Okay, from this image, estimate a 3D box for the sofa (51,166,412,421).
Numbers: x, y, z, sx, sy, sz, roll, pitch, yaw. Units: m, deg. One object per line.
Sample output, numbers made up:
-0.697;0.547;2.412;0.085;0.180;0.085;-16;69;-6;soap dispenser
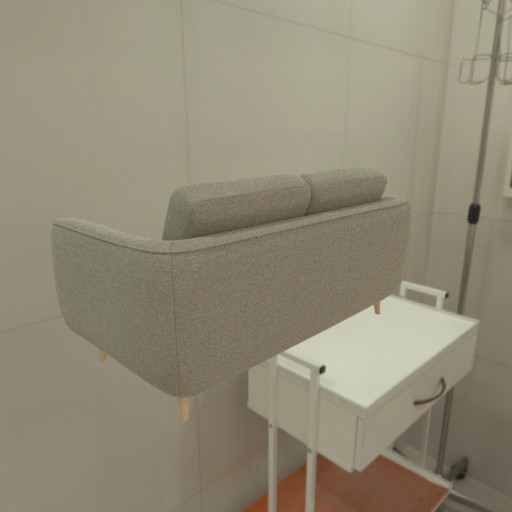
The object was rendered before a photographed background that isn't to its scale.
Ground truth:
0.000;0.000;2.194;0.920;0.850;1.700;15;21;42;sofa
